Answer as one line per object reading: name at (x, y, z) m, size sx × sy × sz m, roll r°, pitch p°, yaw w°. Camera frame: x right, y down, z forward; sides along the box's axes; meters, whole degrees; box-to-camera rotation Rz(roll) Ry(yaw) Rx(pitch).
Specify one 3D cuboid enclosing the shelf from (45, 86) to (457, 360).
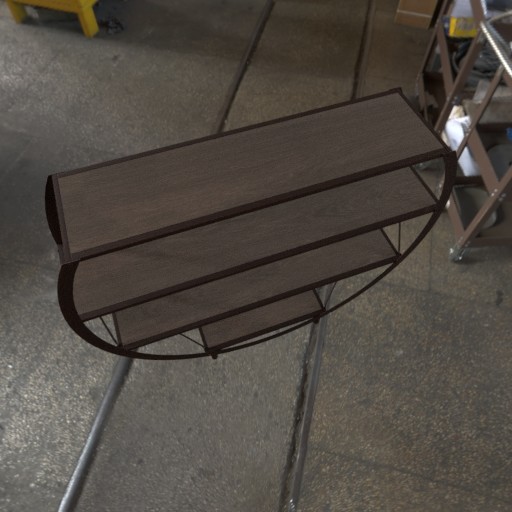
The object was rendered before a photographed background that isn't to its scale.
shelf at (0.000, 0.000, 1.812) m, size 1.403 × 1.063 × 0.344 m, roll -17°, pitch 59°, yaw -11°
